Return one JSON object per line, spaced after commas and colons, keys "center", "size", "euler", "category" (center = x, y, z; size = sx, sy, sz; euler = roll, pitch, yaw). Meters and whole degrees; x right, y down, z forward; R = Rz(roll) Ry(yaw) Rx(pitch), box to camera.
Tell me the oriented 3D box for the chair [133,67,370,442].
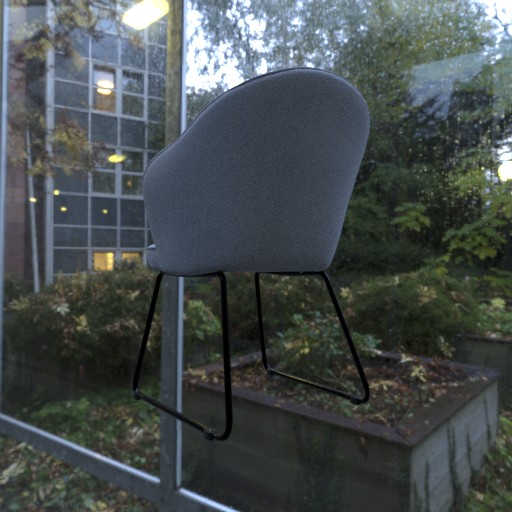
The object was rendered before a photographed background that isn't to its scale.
{"center": [0.000, 0.000, 1.220], "size": [0.570, 0.817, 0.592], "euler": [1, -1, -36], "category": "chair"}
